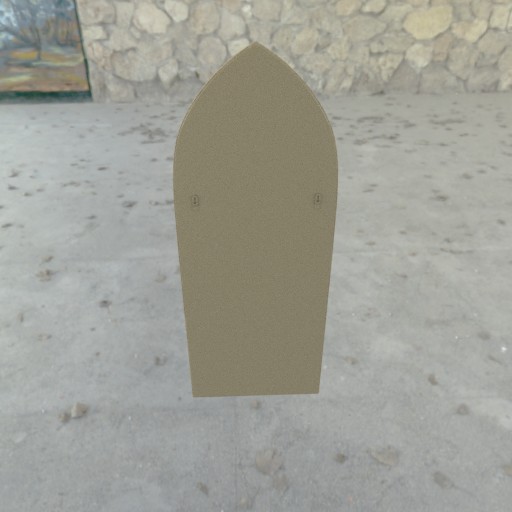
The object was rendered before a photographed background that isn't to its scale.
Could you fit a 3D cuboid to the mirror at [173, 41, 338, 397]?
[{"bbox_3d":[0.000,0.000,1.343,0.464,1.175,0.025,-1,30,-2],"label":"mirror"}]
